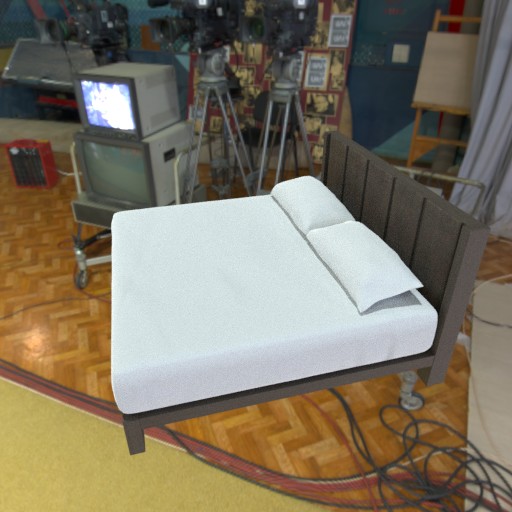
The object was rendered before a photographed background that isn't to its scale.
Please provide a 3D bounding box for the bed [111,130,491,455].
[{"bbox_3d":[0.000,0.000,3.517,2.238,1.261,2.143,-8,32,-13],"label":"bed"}]
